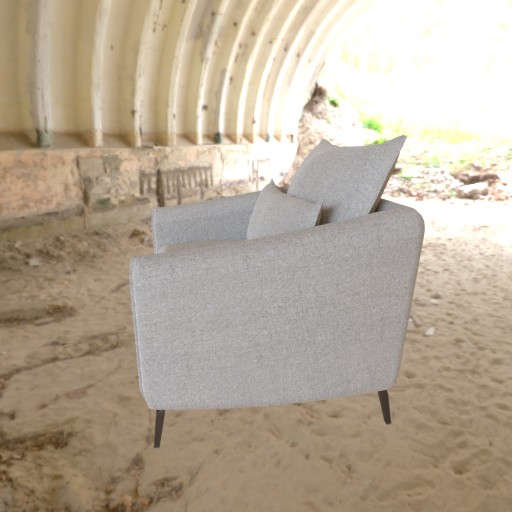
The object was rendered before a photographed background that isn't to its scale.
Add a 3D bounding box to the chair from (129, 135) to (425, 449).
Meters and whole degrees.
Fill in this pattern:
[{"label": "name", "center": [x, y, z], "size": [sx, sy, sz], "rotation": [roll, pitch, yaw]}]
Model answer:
[{"label": "chair", "center": [0.000, 0.000, 1.633], "size": [0.801, 0.856, 1.029], "rotation": [-2, 15, -9]}]
